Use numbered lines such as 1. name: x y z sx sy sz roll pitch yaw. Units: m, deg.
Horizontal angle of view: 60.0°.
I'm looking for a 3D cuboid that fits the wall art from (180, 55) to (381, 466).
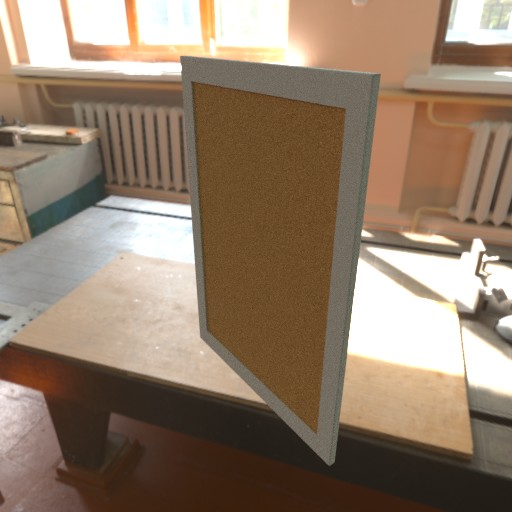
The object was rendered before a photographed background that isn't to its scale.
1. wall art: 0.000 0.000 0.659 0.012 0.529 0.374 -19 33 -32
